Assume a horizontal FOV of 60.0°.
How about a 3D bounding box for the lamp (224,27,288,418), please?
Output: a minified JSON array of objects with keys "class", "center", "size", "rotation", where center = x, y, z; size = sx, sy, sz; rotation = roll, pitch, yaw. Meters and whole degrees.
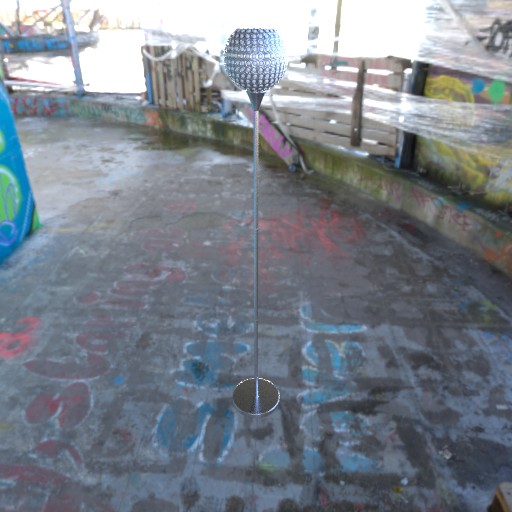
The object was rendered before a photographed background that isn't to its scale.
[{"class":"lamp","center":[0.000,0.000,1.969],"size":[0.254,1.805,0.254],"rotation":[0,30,0]}]
